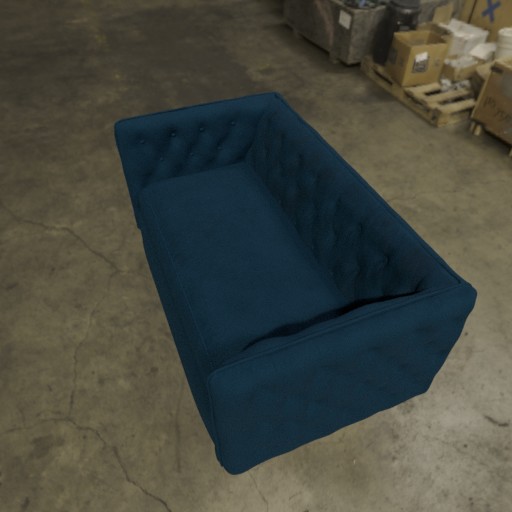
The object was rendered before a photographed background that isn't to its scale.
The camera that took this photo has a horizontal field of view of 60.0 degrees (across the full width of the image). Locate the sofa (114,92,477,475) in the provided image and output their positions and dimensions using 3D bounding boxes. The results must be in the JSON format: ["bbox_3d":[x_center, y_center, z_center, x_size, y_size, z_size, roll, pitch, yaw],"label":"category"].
[{"bbox_3d":[0.000,0.000,2.030,0.909,0.810,1.583,-16,48,-16],"label":"sofa"}]
